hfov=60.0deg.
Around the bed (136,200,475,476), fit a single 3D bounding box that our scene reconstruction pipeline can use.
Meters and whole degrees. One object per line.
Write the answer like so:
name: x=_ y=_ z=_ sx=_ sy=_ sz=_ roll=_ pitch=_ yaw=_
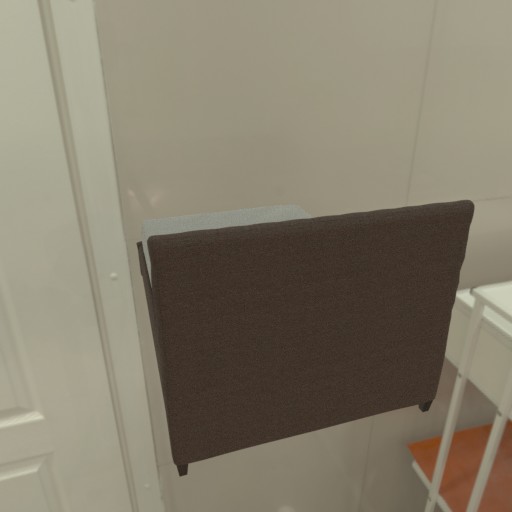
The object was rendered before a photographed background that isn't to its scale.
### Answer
bed: x=0.000 y=0.000 z=3.382 sx=1.698 sy=1.427 sz=2.387 roll=-8 pitch=26 yaw=-16
